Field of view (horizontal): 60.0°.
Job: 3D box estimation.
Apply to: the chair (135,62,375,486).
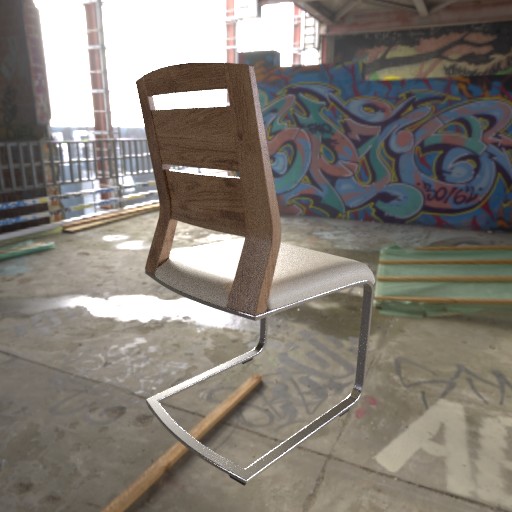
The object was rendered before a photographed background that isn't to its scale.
[{"bbox_3d":[0.000,0.000,1.246,0.561,0.955,0.457,-15,22,-42],"label":"chair"}]
